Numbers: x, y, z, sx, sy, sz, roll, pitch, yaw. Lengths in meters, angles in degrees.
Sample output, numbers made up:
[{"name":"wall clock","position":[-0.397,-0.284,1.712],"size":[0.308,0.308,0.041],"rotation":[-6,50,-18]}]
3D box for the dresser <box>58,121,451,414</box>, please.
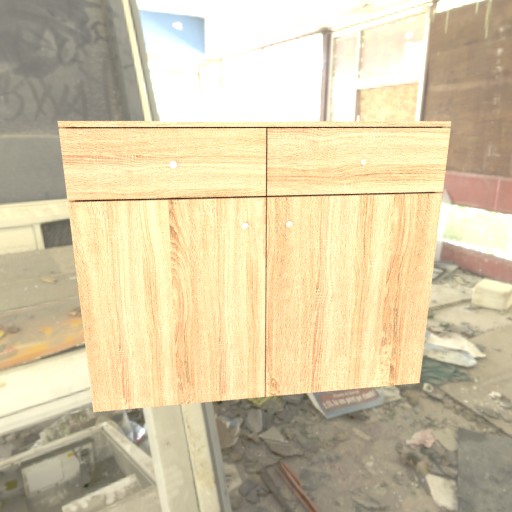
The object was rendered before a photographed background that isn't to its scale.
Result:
[{"name":"dresser","position":[0.000,0.000,1.550],"size":[1.100,0.900,0.450],"rotation":[-2,17,-8]}]
